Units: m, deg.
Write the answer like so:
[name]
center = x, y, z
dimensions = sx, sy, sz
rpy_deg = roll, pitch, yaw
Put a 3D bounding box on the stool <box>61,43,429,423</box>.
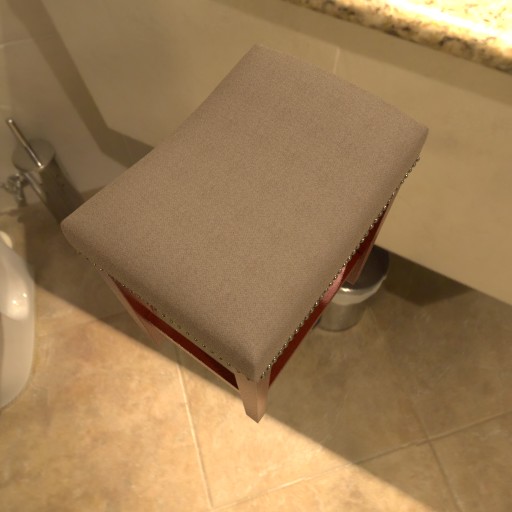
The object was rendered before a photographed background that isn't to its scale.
[stool]
center = 0.000, 0.000, 0.951
dimensions = 0.375, 0.632, 0.509
rpy_deg = 33, 68, 16
